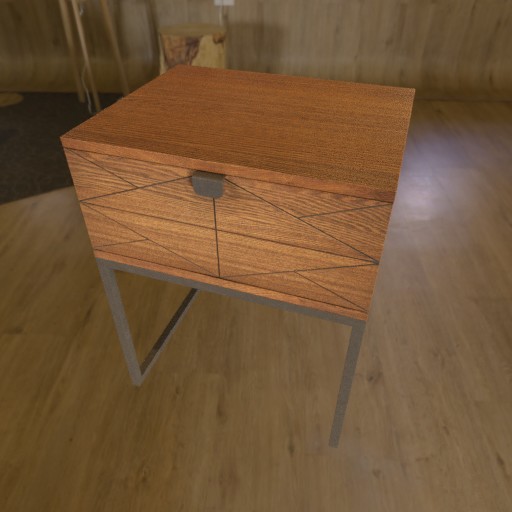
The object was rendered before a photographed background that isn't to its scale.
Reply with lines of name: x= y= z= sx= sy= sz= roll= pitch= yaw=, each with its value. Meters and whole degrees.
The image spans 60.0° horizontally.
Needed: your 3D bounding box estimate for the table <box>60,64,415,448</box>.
table: x=0.000 y=0.000 z=0.919 sx=0.482 sy=0.610 sz=0.400 roll=12 pitch=41 yaw=15
